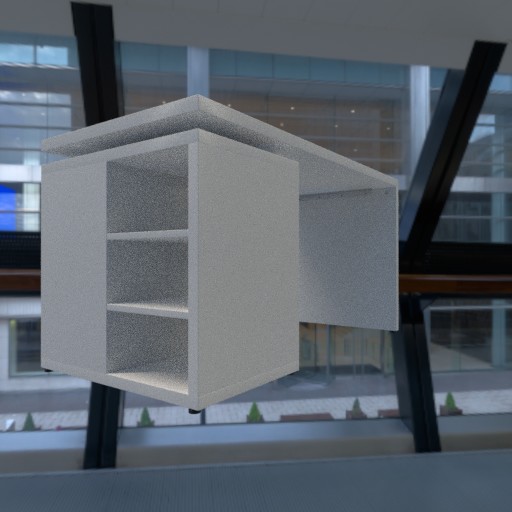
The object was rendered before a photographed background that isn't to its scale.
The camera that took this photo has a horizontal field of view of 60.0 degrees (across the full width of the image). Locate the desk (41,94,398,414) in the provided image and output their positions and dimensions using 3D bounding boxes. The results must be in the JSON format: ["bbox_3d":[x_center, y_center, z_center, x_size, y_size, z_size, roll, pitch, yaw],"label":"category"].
[{"bbox_3d":[0.000,0.000,1.787,0.690,0.740,1.400,0,0,36],"label":"desk"}]
